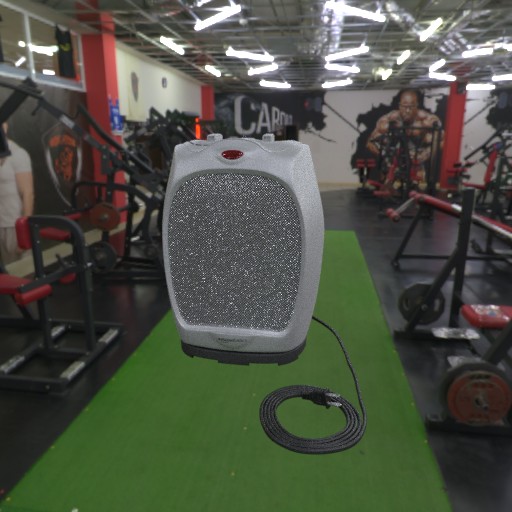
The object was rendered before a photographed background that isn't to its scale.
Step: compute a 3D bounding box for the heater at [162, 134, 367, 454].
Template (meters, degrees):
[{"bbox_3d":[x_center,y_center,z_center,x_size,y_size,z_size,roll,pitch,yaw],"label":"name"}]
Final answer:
[{"bbox_3d":[0.000,0.000,0.478,0.239,0.255,0.291,3,15,10],"label":"heater"}]
